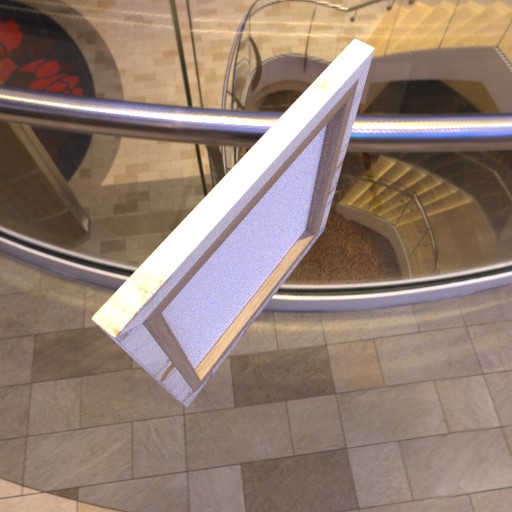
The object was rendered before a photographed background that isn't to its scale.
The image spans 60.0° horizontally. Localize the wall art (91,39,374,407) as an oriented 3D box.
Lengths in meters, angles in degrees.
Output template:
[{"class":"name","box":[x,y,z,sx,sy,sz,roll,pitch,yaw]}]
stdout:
[{"class":"wall art","box":[0.000,0.000,0.906,0.040,0.613,0.611,34,68,15]}]
